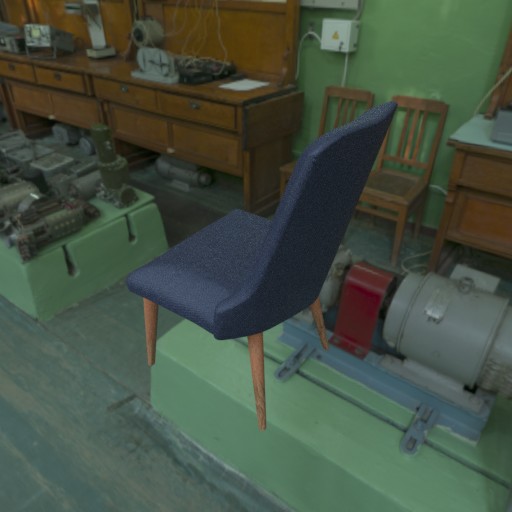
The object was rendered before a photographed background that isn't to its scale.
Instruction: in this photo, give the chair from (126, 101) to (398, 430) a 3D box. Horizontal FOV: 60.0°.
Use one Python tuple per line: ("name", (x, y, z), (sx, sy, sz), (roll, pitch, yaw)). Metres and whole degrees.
("chair", (0.000, 0.000, 1.169), (0.567, 0.820, 0.504), (21, 39, 29))
